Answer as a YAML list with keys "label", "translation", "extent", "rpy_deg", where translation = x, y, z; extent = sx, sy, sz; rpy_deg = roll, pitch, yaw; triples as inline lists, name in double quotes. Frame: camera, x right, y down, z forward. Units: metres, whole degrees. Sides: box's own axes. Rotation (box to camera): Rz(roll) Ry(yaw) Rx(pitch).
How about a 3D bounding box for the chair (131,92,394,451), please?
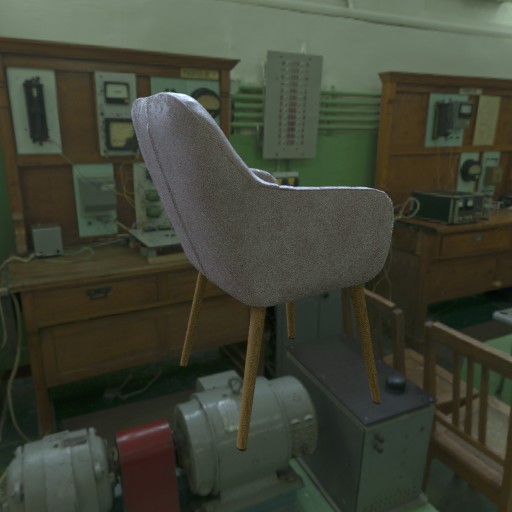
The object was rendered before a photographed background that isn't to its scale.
- label: "chair"
  translation: [0.000, 0.000, 1.246]
  extent: [0.570, 0.832, 0.610]
  rpy_deg: [-8, 18, -26]
